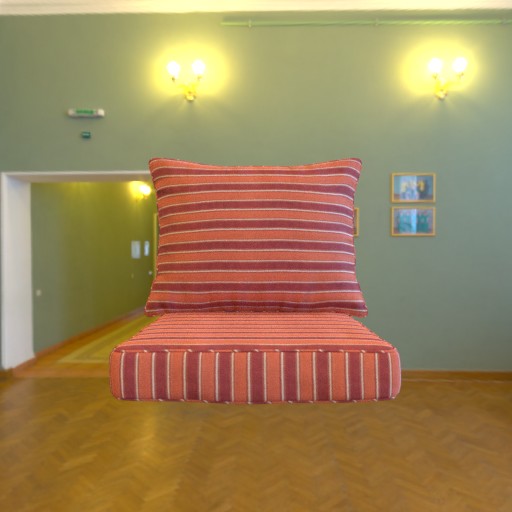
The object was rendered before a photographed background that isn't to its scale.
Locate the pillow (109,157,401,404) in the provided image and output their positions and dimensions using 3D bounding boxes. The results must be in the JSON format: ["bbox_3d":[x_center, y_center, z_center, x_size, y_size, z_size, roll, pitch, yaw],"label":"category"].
[{"bbox_3d":[0.000,0.000,1.371,0.799,0.723,0.733,0,1,0],"label":"pillow"}]
